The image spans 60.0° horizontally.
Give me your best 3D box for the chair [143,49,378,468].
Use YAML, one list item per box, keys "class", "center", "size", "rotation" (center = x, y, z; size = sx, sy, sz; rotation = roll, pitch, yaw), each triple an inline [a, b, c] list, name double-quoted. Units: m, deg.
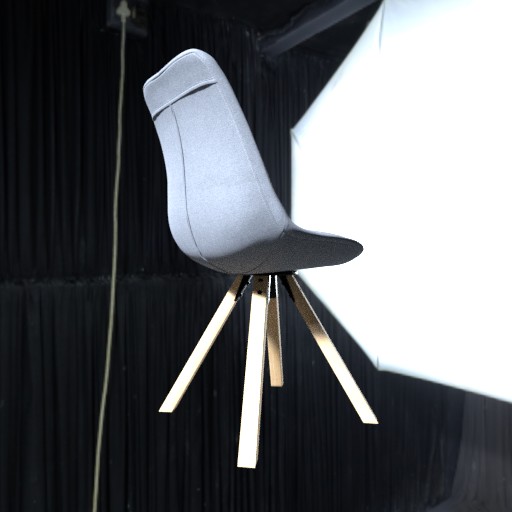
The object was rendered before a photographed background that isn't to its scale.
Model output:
- class: "chair"
  center: [0.000, 0.000, 1.168]
  size: [0.549, 0.863, 0.474]
  rotation: [0, 0, -35]
